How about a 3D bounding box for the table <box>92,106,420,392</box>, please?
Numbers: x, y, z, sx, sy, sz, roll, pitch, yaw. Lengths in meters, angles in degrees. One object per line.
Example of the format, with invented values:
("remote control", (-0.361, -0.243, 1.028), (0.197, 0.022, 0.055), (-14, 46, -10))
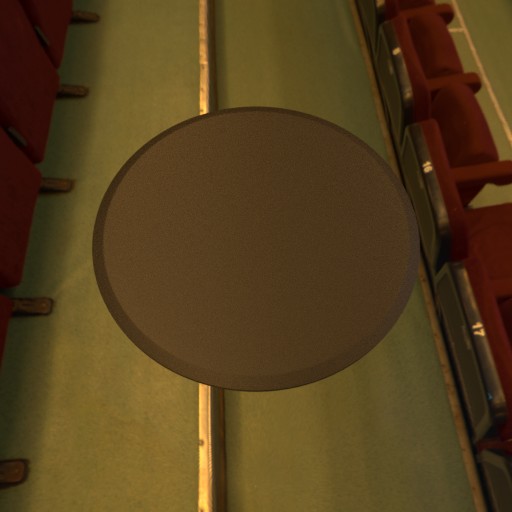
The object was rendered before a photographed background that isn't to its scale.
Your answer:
("table", (0.000, 0.000, 1.402), (0.900, 0.400, 0.900), (0, 63, 0))
